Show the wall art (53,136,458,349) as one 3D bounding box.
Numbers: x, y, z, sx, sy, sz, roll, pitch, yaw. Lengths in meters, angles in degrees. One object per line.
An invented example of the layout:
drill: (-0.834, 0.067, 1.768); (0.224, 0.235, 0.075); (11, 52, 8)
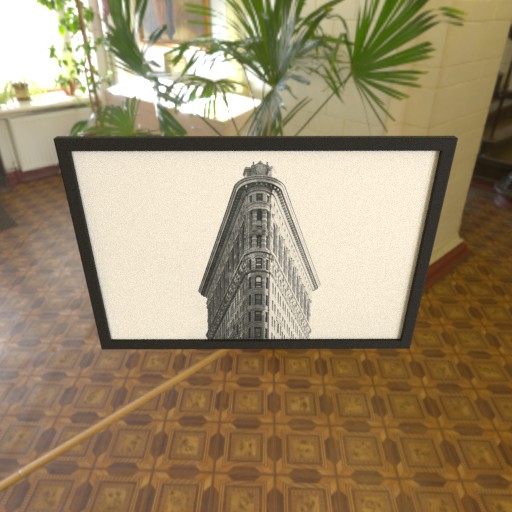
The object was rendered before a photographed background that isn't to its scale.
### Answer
wall art: (0.000, 0.000, 1.230); (0.964, 0.659, 0.049); (1, 30, 1)
